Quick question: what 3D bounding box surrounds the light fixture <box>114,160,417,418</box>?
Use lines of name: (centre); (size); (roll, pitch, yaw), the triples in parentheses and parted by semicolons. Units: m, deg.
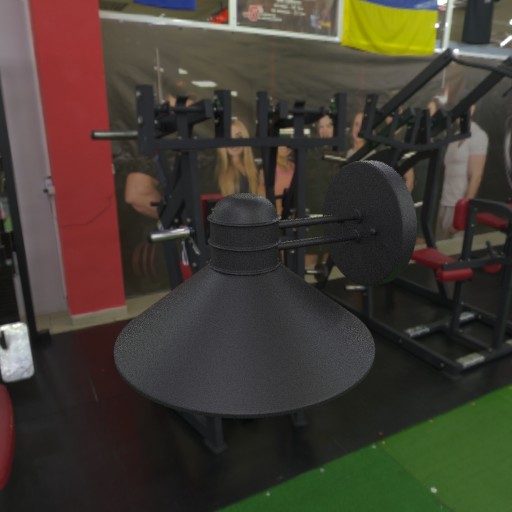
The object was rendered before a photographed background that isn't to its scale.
light fixture: (0.000, 0.000, 0.669); (0.434, 0.265, 0.396); (-8, 19, -25)
